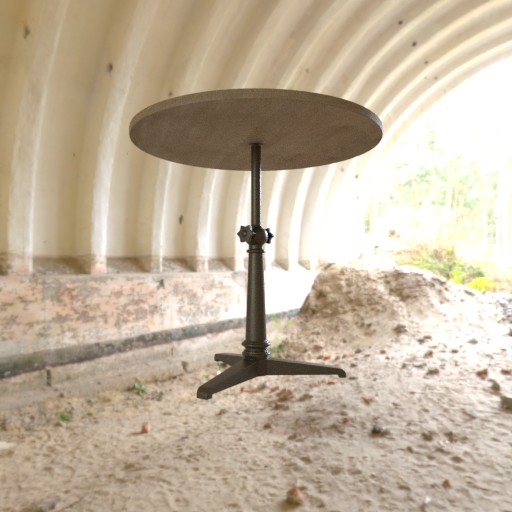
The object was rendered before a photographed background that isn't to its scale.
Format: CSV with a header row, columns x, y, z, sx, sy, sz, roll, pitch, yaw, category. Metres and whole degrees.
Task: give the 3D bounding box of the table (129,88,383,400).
x,y,z,sx,sy,sz,roll,pitch,yaw,category
0.000,0.000,1.445,0.800,0.780,0.800,0,-1,0,table
